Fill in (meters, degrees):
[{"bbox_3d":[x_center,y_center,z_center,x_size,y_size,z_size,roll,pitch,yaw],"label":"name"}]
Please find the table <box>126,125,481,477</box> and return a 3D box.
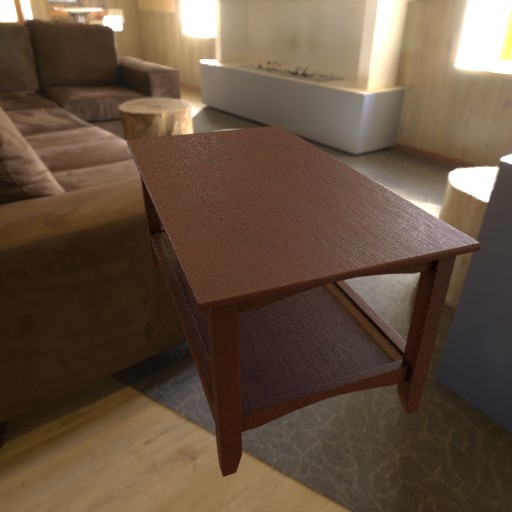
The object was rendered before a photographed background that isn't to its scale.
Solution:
[{"bbox_3d":[0.000,0.000,1.227,0.533,0.456,0.943,-11,32,-18],"label":"table"}]
